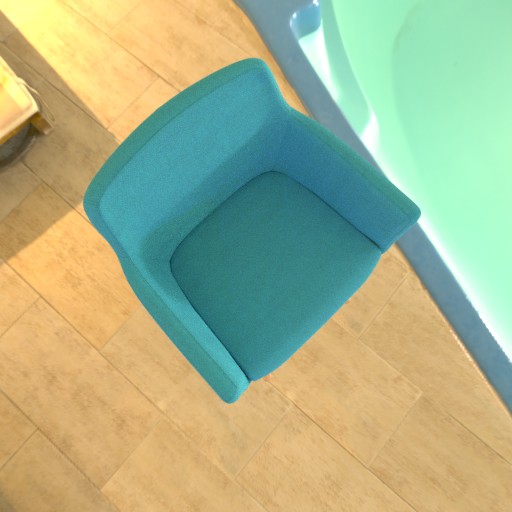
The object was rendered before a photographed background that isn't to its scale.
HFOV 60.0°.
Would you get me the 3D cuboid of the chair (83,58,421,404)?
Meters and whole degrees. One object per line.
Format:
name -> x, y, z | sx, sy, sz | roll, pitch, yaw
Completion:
chair -> 0.000, 0.000, 1.161 | 0.570, 0.780, 0.540 | -43, 80, -10
